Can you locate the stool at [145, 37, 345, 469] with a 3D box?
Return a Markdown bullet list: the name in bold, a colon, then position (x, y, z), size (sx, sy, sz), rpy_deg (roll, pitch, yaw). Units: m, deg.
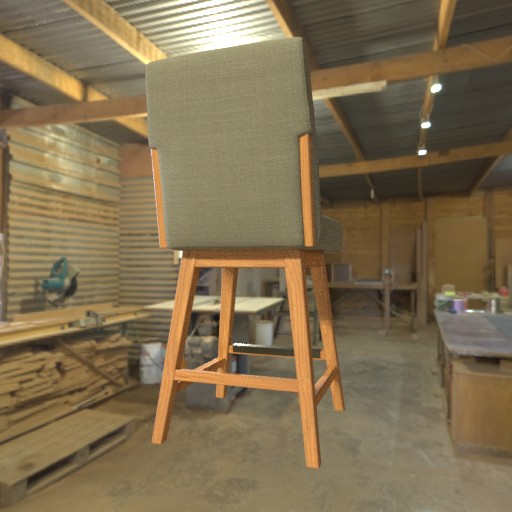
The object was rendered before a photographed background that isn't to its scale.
- **stool**: position (0.000, 0.000, 1.325), size (0.459, 1.019, 0.570), rpy_deg (0, -1, 19)
